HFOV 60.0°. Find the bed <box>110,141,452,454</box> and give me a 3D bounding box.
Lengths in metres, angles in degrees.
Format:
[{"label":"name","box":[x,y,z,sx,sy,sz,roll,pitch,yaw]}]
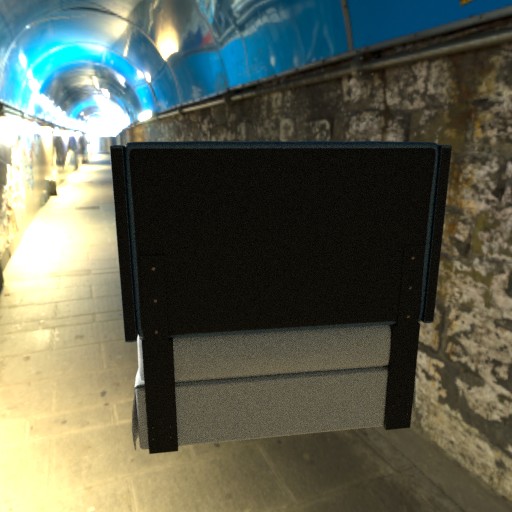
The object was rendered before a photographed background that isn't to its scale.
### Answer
[{"label":"bed","box":[0.000,0.000,3.332,1.719,1.665,2.078,-2,14,-8]}]
